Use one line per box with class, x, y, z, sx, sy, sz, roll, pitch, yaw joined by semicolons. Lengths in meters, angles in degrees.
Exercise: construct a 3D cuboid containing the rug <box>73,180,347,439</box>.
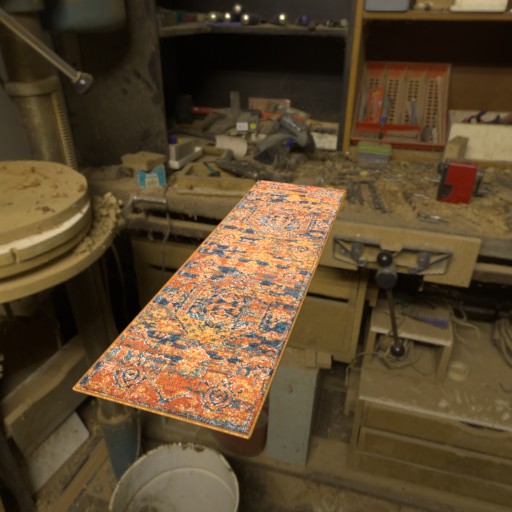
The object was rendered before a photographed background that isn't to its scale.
rug;0.000;0.000;1.981;0.556;0.013;1.820;9;31;15
